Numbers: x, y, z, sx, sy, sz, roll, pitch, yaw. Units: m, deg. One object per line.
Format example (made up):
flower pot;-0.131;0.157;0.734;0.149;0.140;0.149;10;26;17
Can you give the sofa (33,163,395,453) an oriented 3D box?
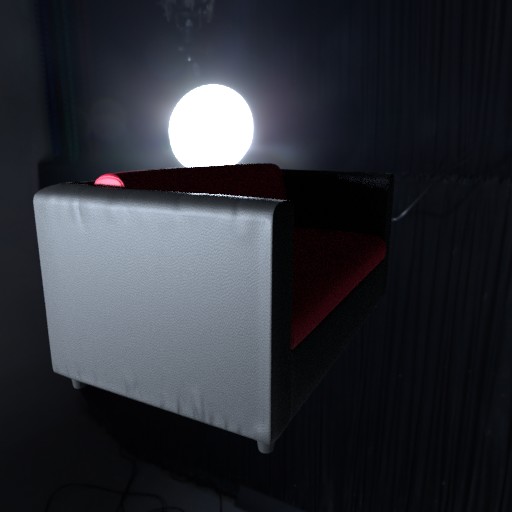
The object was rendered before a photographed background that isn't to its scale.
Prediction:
sofa;0.000;0.000;1.850;0.845;0.735;1.410;7;15;27
